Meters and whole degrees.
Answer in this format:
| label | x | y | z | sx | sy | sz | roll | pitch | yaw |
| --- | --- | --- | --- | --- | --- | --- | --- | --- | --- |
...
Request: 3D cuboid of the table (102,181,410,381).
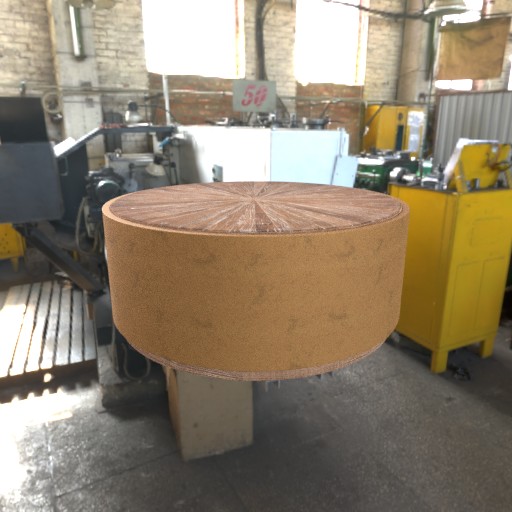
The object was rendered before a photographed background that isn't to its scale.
| label | x | y | z | sx | sy | sz | roll | pitch | yaw |
| --- | --- | --- | --- | --- | --- | --- | --- | --- | --- |
| table | 0.000 | 0.000 | 1.574 | 1.001 | 0.409 | 1.001 | 0 | 17 | 0 |
